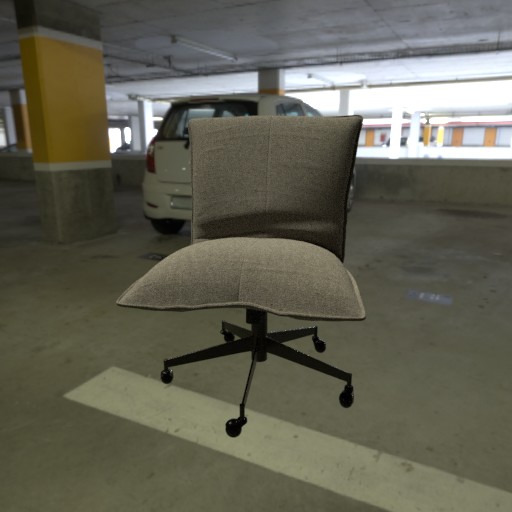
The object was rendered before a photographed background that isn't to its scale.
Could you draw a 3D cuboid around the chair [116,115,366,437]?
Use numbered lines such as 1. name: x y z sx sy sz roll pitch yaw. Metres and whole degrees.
1. chair: 0.000 0.000 1.282 0.597 0.811 0.696 3 15 10
